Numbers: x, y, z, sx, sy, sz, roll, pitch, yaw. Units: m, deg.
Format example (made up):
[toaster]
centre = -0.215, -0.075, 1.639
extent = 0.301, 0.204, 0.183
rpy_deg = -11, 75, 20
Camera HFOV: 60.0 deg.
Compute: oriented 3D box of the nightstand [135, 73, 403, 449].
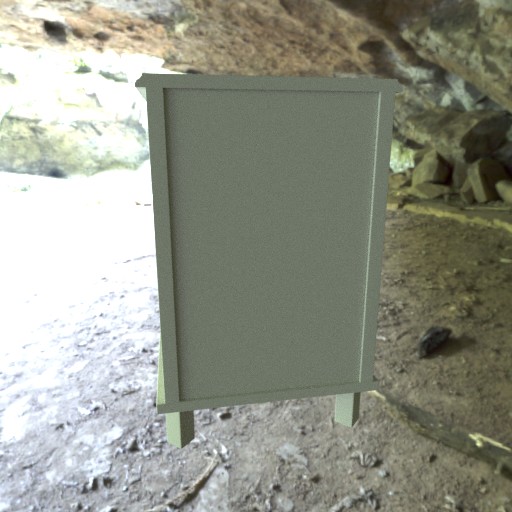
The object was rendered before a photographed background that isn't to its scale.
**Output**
[nightstand]
centre = 0.000, 0.000, 0.953
extent = 0.435, 0.681, 0.351
rpy_deg = -3, 16, -10
